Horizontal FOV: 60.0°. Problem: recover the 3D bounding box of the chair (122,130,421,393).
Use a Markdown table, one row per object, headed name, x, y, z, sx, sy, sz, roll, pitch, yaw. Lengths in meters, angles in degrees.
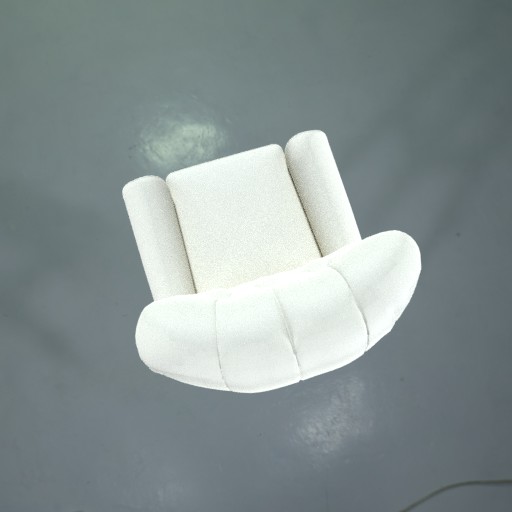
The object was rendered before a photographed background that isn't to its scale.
| name | x | y | z | sx | sy | sz | roll | pitch | yaw |
| --- | --- | --- | --- | --- | --- | --- | --- | --- | --- |
| chair | 0.000 | 0.000 | 2.043 | 1.035 | 1.169 | 1.132 | -17 | 76 | -4 |
